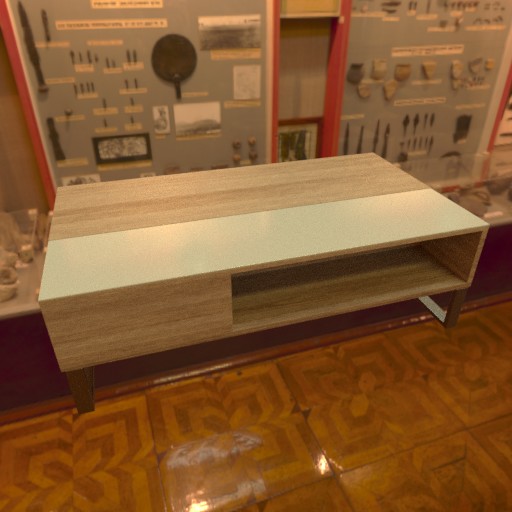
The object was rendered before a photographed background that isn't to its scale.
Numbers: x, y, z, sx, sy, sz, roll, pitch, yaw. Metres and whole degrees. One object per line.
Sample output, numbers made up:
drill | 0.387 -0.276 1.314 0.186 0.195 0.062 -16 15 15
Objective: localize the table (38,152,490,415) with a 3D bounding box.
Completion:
table | 0.000 0.000 1.360 1.100 0.350 0.600 -9 33 -15
